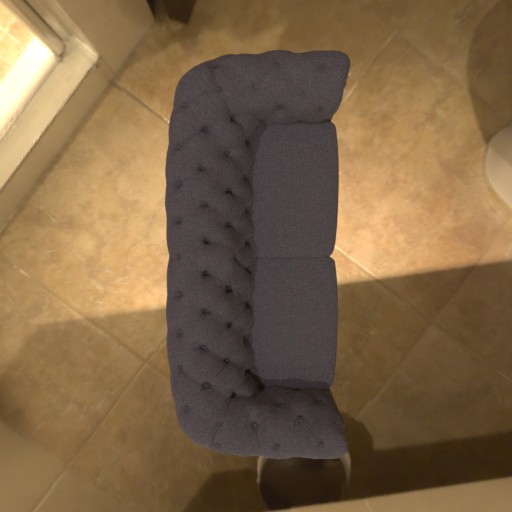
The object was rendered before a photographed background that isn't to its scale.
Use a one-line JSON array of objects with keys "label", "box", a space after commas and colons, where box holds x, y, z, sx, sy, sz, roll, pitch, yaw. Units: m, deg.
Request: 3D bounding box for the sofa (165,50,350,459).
[{"label": "sofa", "box": [0.000, 0.000, 2.828, 1.046, 0.836, 2.335, 0, 92, 0]}]
